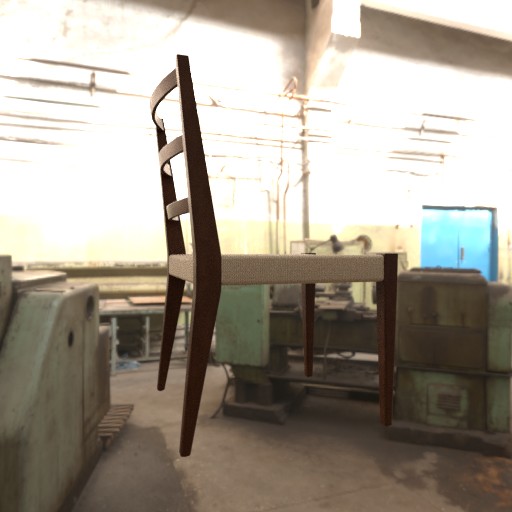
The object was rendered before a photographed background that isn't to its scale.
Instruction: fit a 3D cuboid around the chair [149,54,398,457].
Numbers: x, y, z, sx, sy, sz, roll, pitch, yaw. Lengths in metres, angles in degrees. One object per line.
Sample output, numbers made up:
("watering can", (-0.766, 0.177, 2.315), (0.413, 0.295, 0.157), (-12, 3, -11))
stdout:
("chair", (0.000, 0.000, 1.185), (0.551, 0.813, 0.480), (0, 1, -18))
